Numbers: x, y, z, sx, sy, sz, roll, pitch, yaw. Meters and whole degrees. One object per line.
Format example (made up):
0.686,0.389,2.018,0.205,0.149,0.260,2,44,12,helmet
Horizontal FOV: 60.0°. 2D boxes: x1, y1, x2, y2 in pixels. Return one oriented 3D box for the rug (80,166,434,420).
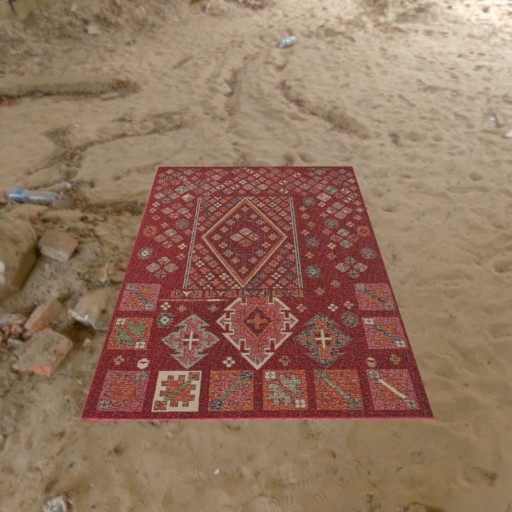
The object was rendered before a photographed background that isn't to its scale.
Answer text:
0.000,0.000,4.213,2.389,0.011,3.306,0,42,0,rug
